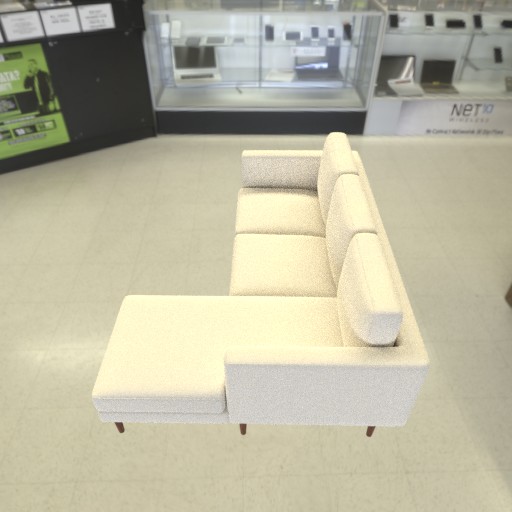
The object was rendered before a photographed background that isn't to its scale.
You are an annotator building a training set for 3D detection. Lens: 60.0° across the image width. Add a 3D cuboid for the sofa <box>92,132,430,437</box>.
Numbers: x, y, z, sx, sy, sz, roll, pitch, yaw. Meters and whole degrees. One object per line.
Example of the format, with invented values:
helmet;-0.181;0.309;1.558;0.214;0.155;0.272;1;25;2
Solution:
sofa;0.000;0.000;2.854;1.580;0.899;2.029;1;40;1
